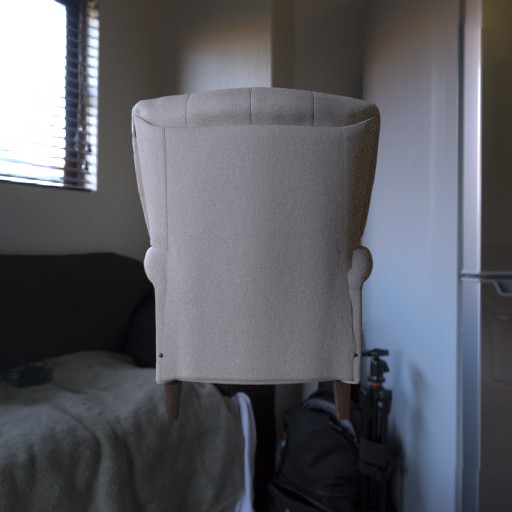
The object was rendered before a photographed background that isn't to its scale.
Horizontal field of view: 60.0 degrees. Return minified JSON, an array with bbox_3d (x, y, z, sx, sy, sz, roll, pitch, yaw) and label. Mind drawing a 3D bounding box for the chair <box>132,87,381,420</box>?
[{"bbox_3d":[0.000,0.000,1.952,0.942,1.209,1.025,0,1,0],"label":"chair"}]
